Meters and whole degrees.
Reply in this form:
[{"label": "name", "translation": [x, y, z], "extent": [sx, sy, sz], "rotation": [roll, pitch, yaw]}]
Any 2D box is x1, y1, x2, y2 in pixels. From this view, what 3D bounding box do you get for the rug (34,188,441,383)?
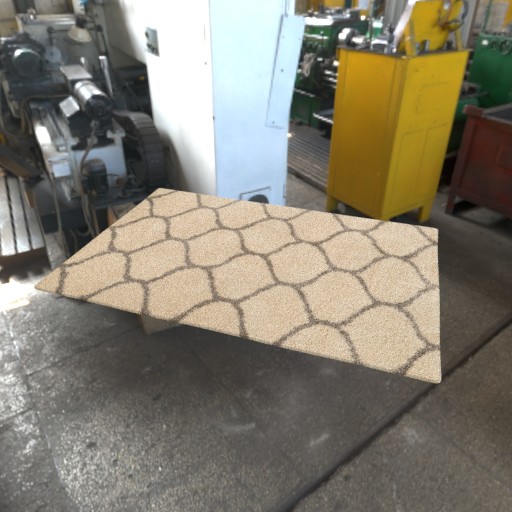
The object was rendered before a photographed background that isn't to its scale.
[{"label": "rug", "translation": [0.000, 0.000, 3.459], "extent": [2.701, 0.026, 1.801], "rotation": [10, 34, 16]}]
